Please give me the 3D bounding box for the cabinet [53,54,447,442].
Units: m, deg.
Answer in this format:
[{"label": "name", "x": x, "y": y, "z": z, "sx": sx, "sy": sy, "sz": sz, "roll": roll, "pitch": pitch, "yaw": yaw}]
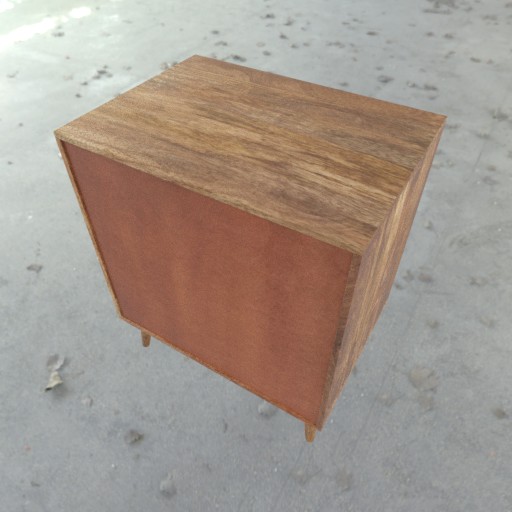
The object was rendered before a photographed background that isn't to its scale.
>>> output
[{"label": "cabinet", "x": 0.000, "y": 0.000, "z": 1.161, "sx": 0.647, "sy": 0.758, "sz": 0.473, "roll": 23, "pitch": 49, "yaw": 22}]
